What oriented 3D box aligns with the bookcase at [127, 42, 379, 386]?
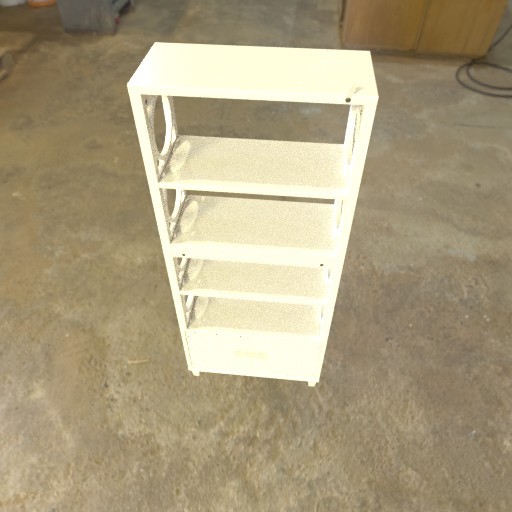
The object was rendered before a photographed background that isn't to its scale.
[{"bbox_3d":[0.000,0.000,2.089,0.761,1.869,0.361,4,46,4],"label":"bookcase"}]
